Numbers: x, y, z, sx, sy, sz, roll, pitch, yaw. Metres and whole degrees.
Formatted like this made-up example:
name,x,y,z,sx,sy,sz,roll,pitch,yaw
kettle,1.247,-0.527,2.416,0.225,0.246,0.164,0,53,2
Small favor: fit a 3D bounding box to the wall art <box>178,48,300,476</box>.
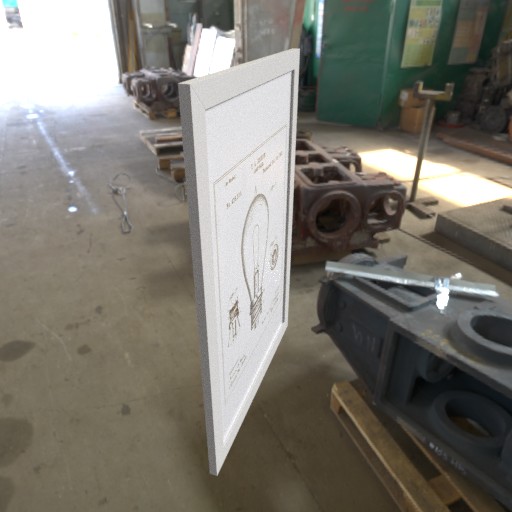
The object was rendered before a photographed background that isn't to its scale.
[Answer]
name,x,y,z,sx,sy,sz,roll,pitch,yaw
wall art,0.000,0.000,0.586,0.010,0.474,0.325,10,31,17
